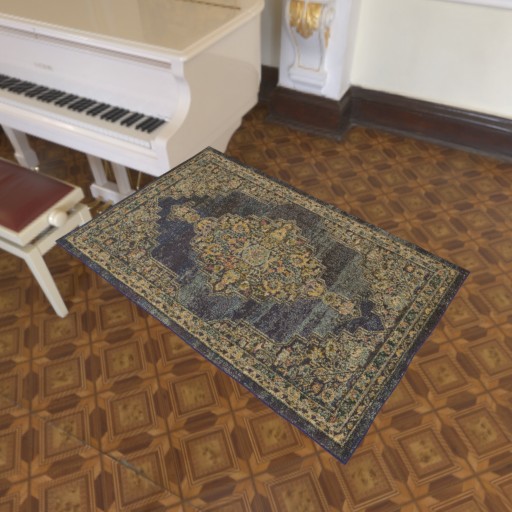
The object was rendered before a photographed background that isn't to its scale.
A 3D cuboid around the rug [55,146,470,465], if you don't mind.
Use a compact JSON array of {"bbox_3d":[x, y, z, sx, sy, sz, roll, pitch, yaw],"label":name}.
[{"bbox_3d":[0.000,0.000,2.262,1.781,0.012,1.184,31,54,26],"label":"rug"}]
